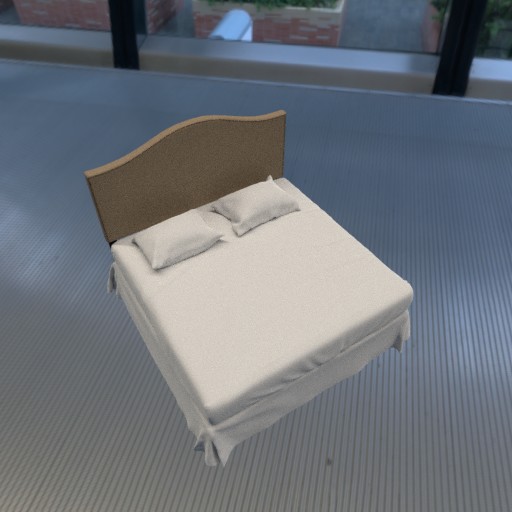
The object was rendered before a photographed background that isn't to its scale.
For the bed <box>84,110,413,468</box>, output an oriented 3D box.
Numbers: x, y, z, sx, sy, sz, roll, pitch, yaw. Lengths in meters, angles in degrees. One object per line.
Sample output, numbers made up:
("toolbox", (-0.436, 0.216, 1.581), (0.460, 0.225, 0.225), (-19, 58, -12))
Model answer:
("bed", (0.000, 0.000, 3.824), (2.311, 1.651, 2.222), (-24, 51, -22))
